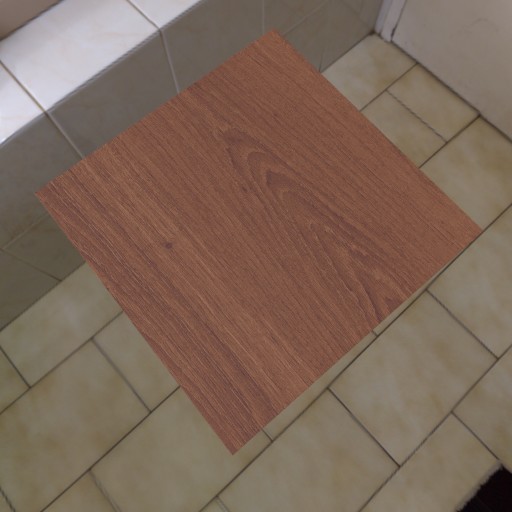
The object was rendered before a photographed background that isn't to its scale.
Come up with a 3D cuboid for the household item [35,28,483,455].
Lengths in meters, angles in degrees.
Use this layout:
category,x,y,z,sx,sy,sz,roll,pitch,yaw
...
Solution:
category,x,y,z,sx,sy,sz,roll,pitch,yaw
household item,0.000,0.000,0.748,0.400,0.400,0.400,-39,77,-10
